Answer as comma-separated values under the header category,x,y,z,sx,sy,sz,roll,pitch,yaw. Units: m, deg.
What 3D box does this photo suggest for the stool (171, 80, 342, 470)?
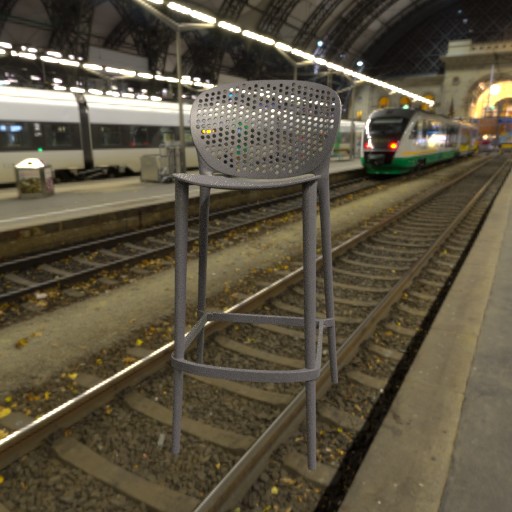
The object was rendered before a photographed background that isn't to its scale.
category,x,y,z,sx,sy,sz,roll,pitch,yaw
stool,0.000,0.000,1.323,0.536,1.045,0.535,2,15,9
